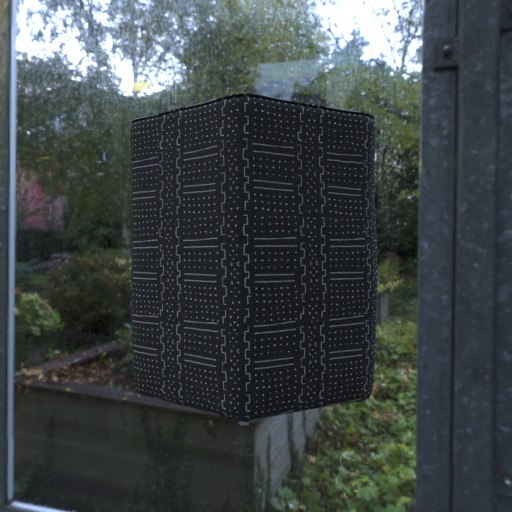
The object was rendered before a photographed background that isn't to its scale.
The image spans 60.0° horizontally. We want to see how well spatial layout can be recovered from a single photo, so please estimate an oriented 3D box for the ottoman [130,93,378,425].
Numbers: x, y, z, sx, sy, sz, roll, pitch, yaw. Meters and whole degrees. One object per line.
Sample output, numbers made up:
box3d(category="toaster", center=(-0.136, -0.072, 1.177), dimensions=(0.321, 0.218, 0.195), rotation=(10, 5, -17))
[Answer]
box3d(category="ottoman", center=(0.000, 0.000, 0.892), dimensions=(0.494, 0.502, 0.443), rotation=(0, 1, 34))
